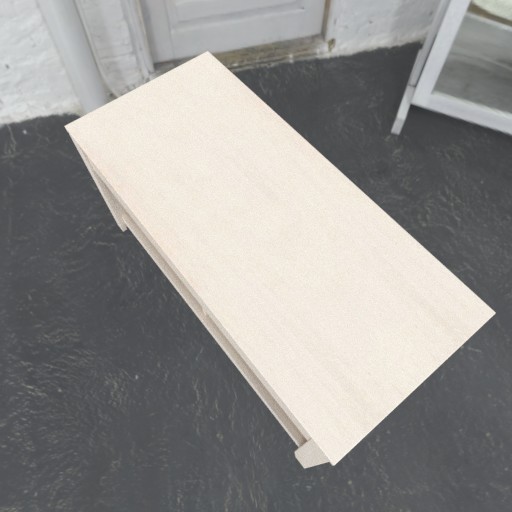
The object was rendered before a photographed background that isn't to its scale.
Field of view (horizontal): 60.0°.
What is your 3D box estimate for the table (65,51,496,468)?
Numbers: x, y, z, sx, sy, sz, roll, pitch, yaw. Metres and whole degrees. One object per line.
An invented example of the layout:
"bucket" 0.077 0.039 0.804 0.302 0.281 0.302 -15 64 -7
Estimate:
"table" 0.000 0.000 1.245 0.457 0.483 1.016 -35 68 -16
